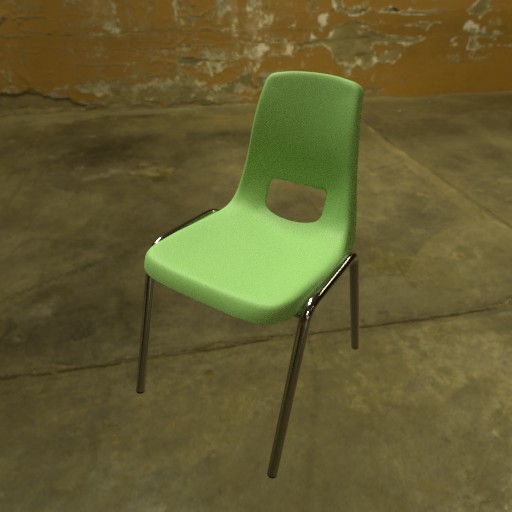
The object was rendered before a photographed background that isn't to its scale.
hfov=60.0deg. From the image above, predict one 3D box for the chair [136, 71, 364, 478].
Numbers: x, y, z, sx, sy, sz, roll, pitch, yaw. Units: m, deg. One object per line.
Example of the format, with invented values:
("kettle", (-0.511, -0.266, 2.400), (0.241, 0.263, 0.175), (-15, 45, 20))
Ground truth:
("chair", (0.000, 0.000, 0.913), (0.381, 0.653, 0.436), (20, 37, 29))
